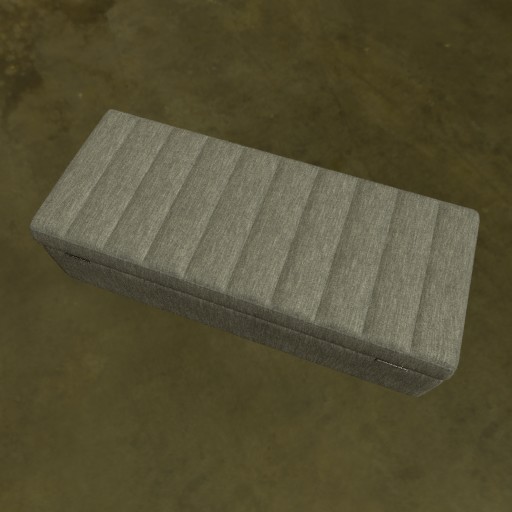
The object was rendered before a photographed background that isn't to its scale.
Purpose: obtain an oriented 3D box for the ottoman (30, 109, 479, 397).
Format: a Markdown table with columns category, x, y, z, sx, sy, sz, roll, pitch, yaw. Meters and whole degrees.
| category | x | y | z | sx | sy | sz | roll | pitch | yaw |
| --- | --- | --- | --- | --- | --- | --- | --- | --- | --- |
| ottoman | 0.000 | 0.000 | 1.378 | 1.151 | 0.469 | 0.482 | 18 | 64 | 9 |
